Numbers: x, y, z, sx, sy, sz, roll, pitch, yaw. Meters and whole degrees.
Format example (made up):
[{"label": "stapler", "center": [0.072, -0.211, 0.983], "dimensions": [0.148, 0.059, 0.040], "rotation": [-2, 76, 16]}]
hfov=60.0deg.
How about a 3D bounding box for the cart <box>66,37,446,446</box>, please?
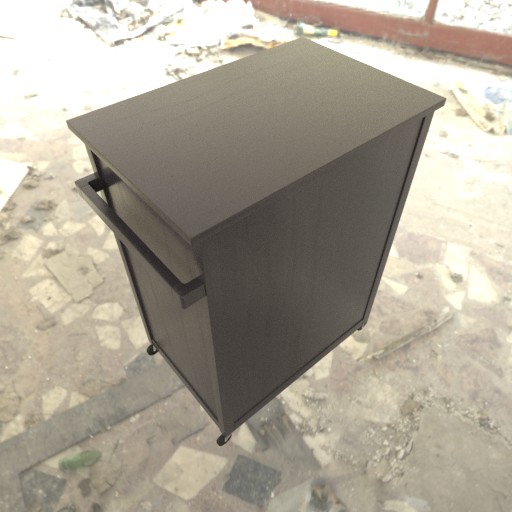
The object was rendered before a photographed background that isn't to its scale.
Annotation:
[{"label": "cart", "center": [0.000, 0.000, 1.231], "dimensions": [0.690, 0.878, 0.449], "rotation": [-32, 54, -26]}]
